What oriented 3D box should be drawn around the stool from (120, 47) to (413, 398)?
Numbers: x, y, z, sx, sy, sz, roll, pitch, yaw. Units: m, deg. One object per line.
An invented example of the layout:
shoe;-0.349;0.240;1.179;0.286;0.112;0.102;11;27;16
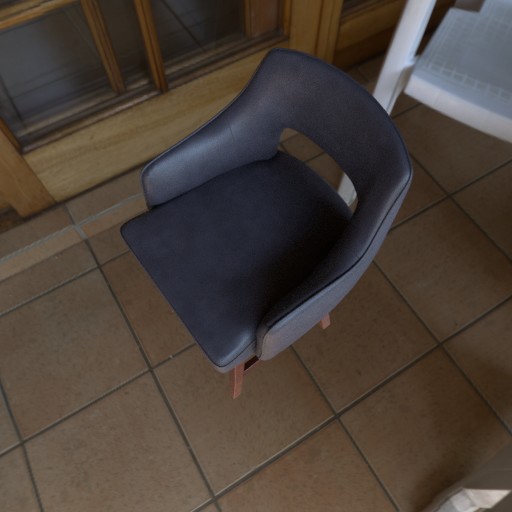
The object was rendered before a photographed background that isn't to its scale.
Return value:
stool;0.000;0.000;1.253;0.560;0.936;0.550;-34;69;-15
